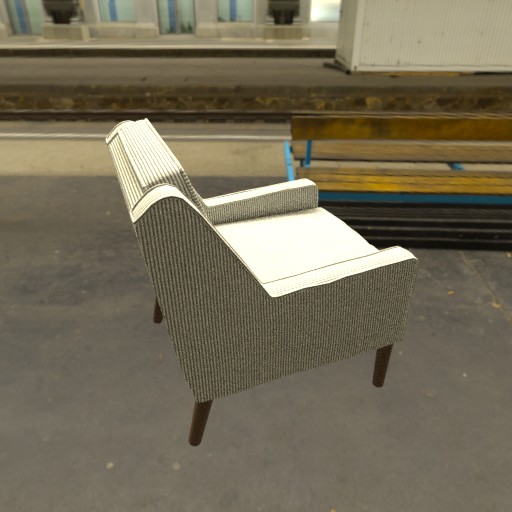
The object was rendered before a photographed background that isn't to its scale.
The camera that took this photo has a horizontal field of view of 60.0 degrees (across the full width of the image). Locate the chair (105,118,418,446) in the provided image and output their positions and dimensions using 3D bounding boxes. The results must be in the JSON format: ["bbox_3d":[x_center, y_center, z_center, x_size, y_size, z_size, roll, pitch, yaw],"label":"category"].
[{"bbox_3d":[0.000,0.000,1.375,0.743,0.792,0.663,-11,32,-18],"label":"chair"}]
